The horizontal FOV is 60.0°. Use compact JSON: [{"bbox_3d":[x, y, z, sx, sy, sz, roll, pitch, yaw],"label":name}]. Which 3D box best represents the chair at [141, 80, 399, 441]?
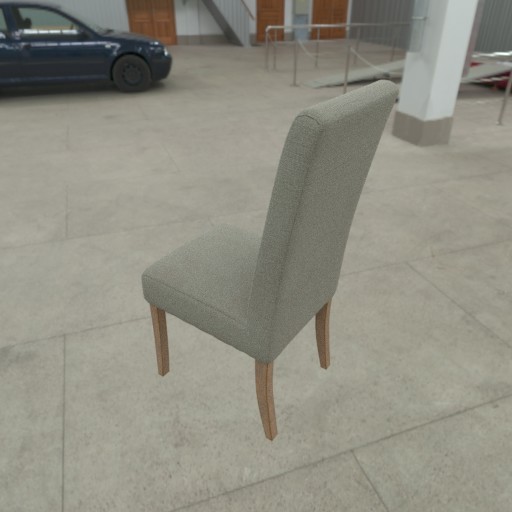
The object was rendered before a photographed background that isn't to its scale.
[{"bbox_3d":[0.000,0.000,1.384,0.611,1.033,0.450,20,36,29],"label":"chair"}]
